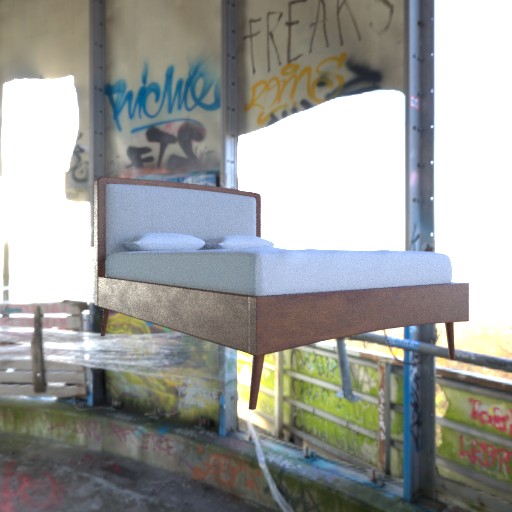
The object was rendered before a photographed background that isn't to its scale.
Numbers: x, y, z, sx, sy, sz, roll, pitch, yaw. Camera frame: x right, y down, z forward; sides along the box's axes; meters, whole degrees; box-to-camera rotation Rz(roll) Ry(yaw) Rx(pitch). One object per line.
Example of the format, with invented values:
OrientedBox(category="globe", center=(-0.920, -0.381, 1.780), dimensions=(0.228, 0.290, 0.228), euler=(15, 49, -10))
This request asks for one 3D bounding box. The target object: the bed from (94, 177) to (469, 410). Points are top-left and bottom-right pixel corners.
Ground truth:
OrientedBox(category="bed", center=(0.000, 0.000, 3.099), dimensions=(1.587, 1.275, 2.196), euler=(0, 0, -36))
